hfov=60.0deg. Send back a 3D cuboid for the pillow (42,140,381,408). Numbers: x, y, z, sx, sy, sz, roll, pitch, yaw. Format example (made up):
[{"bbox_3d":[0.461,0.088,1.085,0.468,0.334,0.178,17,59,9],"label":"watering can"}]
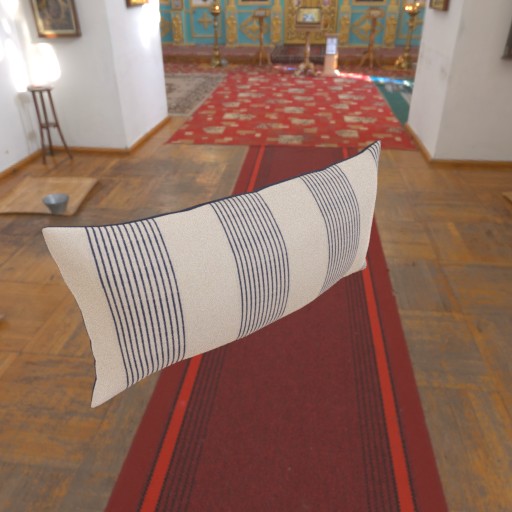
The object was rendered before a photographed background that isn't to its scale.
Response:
[{"bbox_3d":[0.000,0.000,0.731,0.610,0.287,0.151,-22,36,-33],"label":"pillow"}]
